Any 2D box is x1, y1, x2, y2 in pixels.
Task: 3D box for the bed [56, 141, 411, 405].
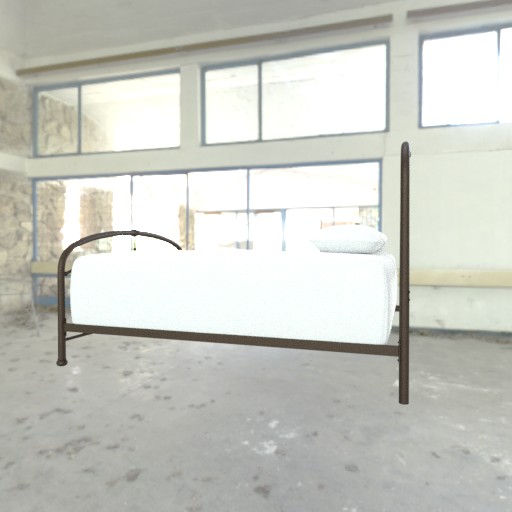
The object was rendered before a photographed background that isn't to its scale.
[{"bbox_3d":[0.000,0.000,3.314,2.180,1.425,1.711,0,1,19],"label":"bed"}]
